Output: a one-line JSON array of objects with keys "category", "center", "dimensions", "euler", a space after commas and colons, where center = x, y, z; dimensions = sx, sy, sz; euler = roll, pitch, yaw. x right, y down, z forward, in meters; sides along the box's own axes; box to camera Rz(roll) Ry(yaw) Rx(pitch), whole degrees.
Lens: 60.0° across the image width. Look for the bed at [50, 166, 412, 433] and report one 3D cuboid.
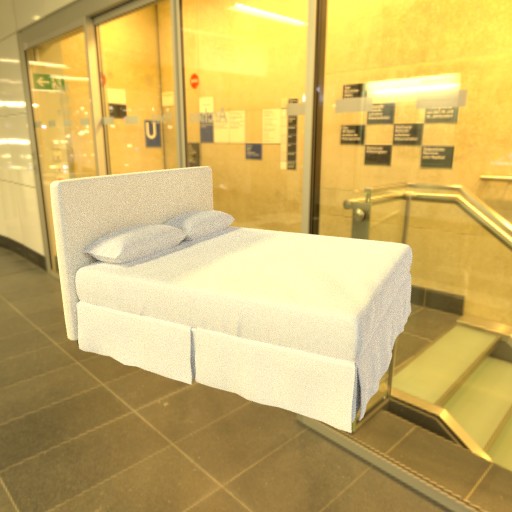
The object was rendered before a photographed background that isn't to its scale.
[{"category": "bed", "center": [0.000, 0.000, 3.684], "dimensions": [2.341, 1.317, 2.119], "euler": [7, 16, 26]}]
